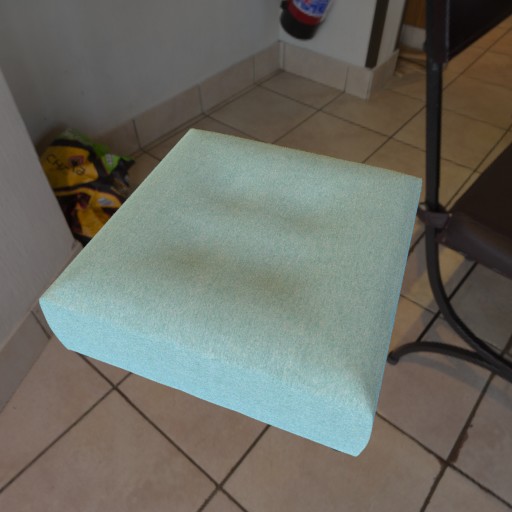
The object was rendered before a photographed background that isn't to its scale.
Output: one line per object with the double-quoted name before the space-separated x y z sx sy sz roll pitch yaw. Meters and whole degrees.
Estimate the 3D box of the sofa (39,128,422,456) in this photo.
"sofa" 0.000 0.000 1.462 0.930 0.330 0.930 16 49 14
